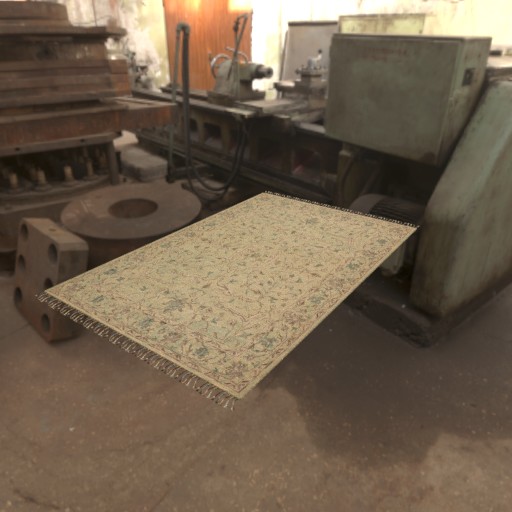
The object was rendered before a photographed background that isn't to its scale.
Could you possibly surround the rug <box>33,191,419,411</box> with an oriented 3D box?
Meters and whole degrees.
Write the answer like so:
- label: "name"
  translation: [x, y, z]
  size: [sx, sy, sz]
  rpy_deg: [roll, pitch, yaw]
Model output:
- label: "rug"
  translation: [0.000, 0.000, 3.110]
  size: [1.544, 0.010, 2.435]
  rpy_deg: [18, 32, 32]
